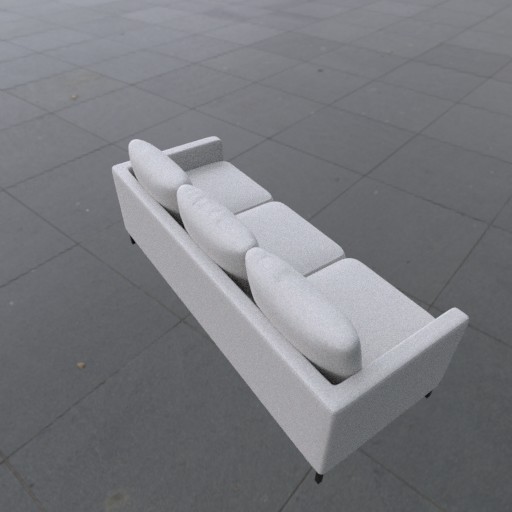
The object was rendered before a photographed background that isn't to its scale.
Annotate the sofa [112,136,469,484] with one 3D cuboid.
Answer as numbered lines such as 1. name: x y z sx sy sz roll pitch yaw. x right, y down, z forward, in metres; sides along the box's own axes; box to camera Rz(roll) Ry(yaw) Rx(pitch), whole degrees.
1. sofa: 0.000 0.000 2.633 0.859 0.874 2.218 -25 47 -26
